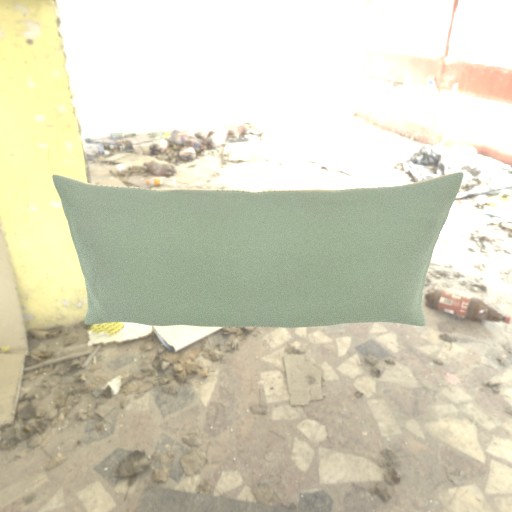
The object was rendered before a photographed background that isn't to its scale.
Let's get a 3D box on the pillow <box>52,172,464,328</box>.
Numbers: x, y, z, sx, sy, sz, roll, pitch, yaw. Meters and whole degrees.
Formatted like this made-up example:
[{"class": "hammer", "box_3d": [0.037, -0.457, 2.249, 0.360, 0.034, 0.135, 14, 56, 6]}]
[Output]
[{"class": "pillow", "box_3d": [0.000, 0.000, 0.724, 0.610, 0.287, 0.151, 0, 29, 0]}]
